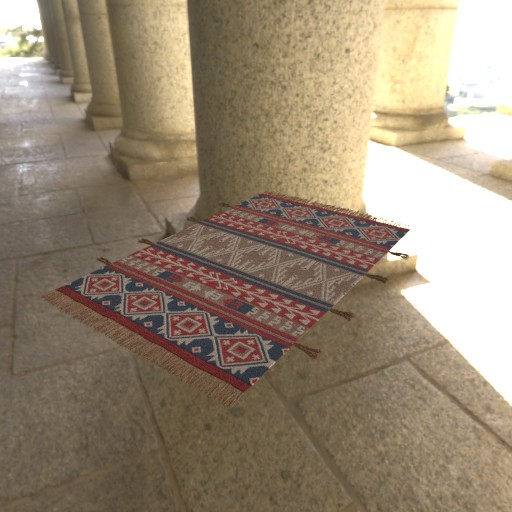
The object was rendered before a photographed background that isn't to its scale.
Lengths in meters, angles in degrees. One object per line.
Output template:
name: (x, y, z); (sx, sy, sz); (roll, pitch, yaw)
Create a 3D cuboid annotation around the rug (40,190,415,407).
rug: (0.000, 0.000, 3.160); (1.778, 0.048, 2.450); (19, 33, 32)
